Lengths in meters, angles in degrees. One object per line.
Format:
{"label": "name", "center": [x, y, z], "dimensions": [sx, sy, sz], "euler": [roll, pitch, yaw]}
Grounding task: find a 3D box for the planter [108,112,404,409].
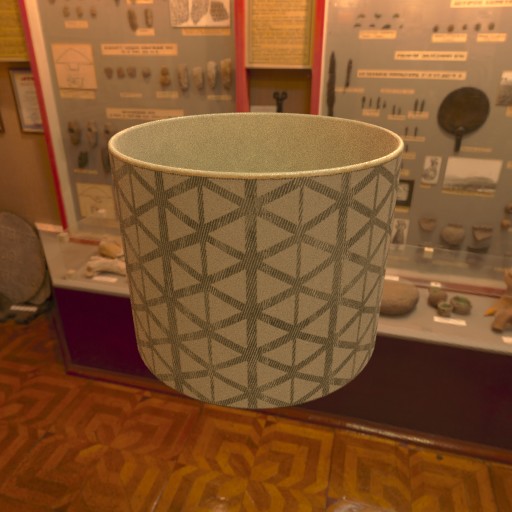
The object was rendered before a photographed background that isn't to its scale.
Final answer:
{"label": "planter", "center": [0.000, 0.000, 0.336], "dimensions": [0.190, 0.181, 0.190], "euler": [0, 26, 0]}
